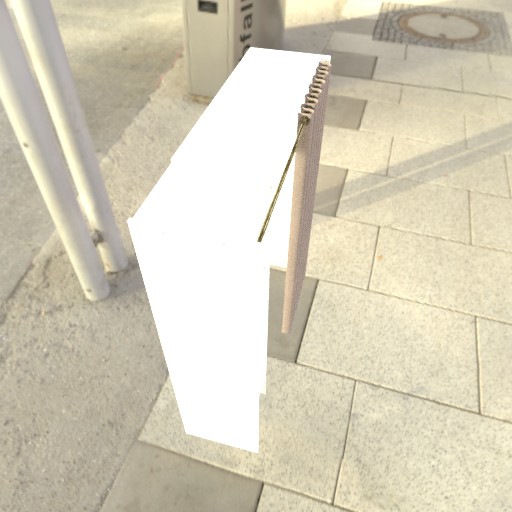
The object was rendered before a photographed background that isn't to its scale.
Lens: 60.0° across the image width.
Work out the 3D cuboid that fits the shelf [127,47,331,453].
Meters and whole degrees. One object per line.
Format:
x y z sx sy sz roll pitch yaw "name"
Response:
0.000 0.000 2.691 0.500 1.820 1.600 11 47 10 "shelf"
